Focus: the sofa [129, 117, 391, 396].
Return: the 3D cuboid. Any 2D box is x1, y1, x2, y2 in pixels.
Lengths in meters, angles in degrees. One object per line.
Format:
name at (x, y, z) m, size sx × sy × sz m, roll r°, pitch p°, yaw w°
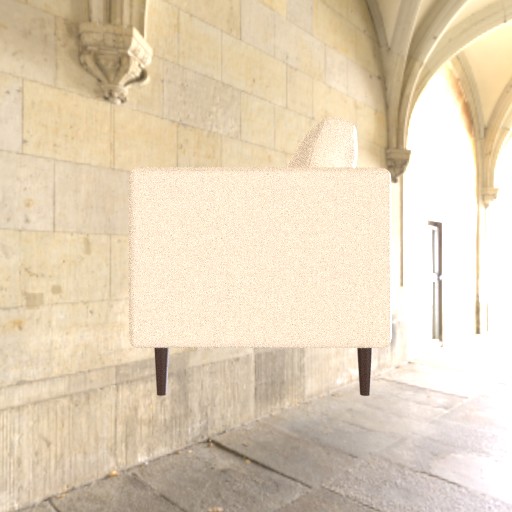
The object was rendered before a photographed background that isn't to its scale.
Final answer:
sofa at (0.000, 0.000, 1.986) m, size 0.796 × 0.908 × 1.430 m, roll 0°, pitch -1°, yaw 0°
